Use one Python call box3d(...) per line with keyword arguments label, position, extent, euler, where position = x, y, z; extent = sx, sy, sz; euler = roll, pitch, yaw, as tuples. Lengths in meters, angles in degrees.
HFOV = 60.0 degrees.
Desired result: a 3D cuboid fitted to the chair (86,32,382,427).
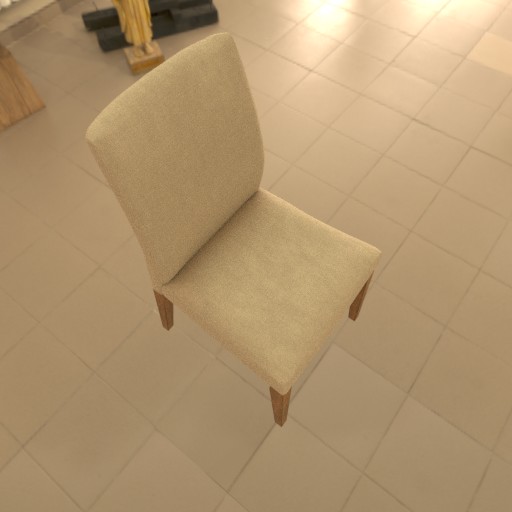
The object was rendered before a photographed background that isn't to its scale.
box3d(label="chair", position=(0.000, 0.000, 1.243), extent=(0.585, 0.940, 0.496), euler=(33, 65, 18))
